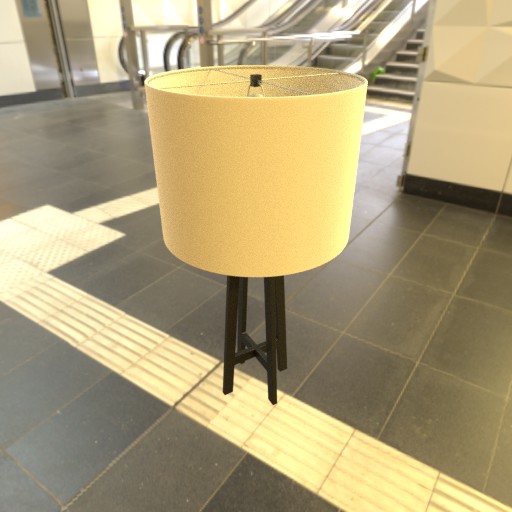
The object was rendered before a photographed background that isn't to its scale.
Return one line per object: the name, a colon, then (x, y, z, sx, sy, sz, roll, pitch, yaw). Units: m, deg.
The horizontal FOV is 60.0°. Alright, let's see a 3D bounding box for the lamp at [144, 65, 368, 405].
lamp: (0.000, 0.000, 0.641, 0.257, 0.489, 0.257, 8, 30, 13)
